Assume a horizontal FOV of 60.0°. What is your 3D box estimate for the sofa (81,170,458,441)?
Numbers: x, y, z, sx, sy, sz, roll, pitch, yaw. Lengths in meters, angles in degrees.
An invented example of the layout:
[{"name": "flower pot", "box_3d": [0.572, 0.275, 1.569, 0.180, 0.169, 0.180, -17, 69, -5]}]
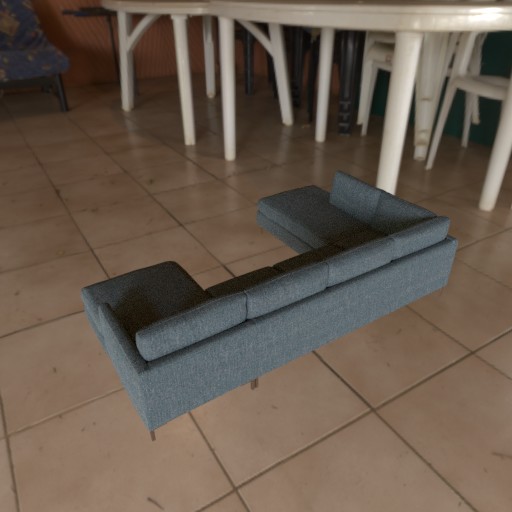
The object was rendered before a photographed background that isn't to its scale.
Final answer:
[{"name": "sofa", "box_3d": [0.000, 0.000, 3.691, 2.737, 0.753, 1.879, -19, 36, -28]}]
